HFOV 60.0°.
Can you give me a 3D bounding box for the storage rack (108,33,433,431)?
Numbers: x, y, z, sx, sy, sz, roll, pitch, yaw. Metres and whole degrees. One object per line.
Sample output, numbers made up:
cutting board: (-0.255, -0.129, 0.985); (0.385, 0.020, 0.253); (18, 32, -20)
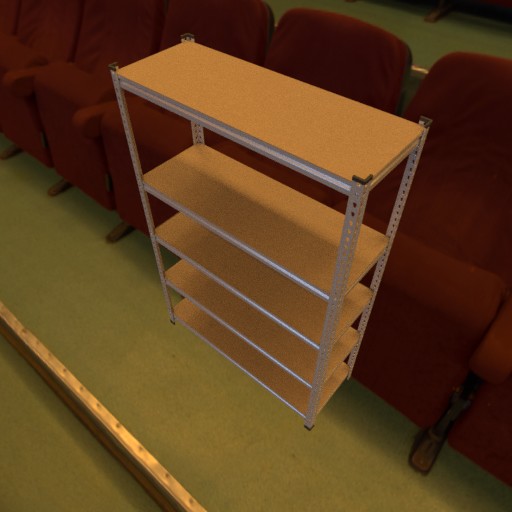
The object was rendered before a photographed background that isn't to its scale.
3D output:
storage rack: (0.000, 0.000, 2.342); (1.219, 1.829, 0.457); (31, 54, 26)
